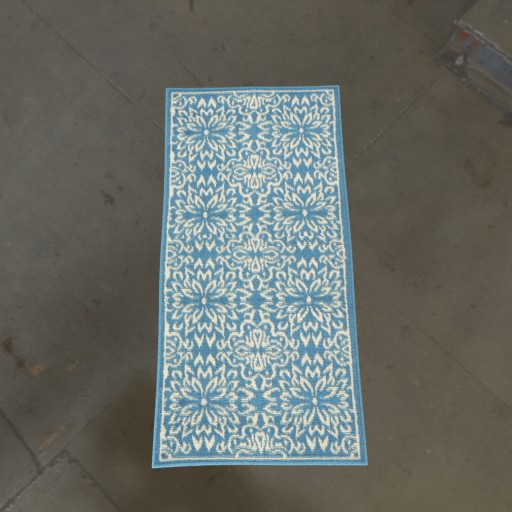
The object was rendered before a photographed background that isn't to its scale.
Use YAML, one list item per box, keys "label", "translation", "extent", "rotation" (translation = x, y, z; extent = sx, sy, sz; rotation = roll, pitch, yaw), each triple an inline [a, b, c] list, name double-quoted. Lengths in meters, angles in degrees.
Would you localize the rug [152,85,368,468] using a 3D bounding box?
- label: "rug"
  translation: [0.000, 0.000, 1.391]
  extent: [0.604, 0.007, 1.219]
  rotation: [-1, 76, 0]
